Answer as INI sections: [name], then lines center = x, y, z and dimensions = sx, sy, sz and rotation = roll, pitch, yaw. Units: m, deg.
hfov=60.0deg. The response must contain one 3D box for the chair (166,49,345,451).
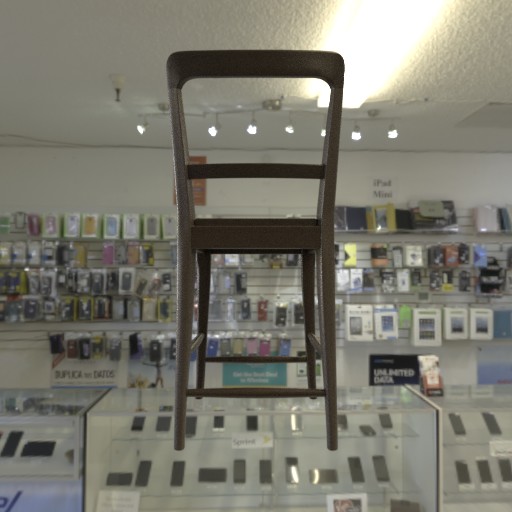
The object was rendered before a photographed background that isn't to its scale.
[chair]
center = 0.000, 0.000, 1.317
dimensions = 0.450, 0.991, 0.546
rotation = 0, -2, 0
